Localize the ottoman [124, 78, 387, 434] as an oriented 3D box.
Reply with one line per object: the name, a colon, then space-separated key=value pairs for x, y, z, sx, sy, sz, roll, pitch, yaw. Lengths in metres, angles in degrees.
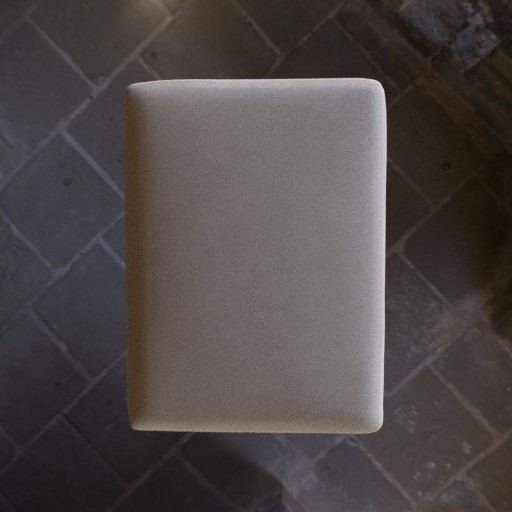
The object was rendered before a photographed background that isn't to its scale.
ottoman: x=0.000 y=0.000 z=1.142 sx=0.569 sy=0.504 sz=0.773 roll=0 pitch=92 yaw=1
